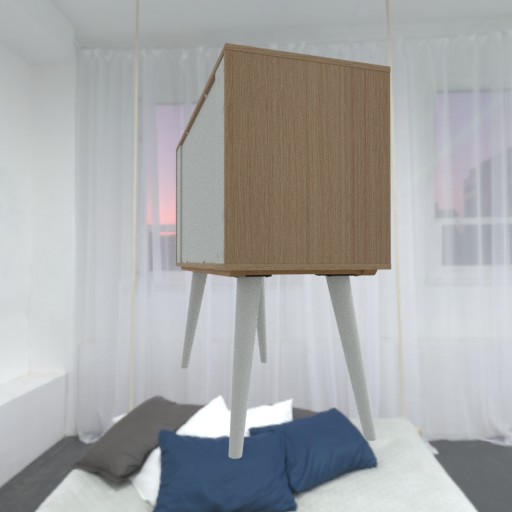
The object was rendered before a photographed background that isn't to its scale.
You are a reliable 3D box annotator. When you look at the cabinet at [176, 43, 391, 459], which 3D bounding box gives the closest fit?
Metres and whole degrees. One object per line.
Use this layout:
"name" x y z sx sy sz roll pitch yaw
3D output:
"cabinet" 0.000 0.000 1.638 0.470 1.016 1.057 0 -1 -17
